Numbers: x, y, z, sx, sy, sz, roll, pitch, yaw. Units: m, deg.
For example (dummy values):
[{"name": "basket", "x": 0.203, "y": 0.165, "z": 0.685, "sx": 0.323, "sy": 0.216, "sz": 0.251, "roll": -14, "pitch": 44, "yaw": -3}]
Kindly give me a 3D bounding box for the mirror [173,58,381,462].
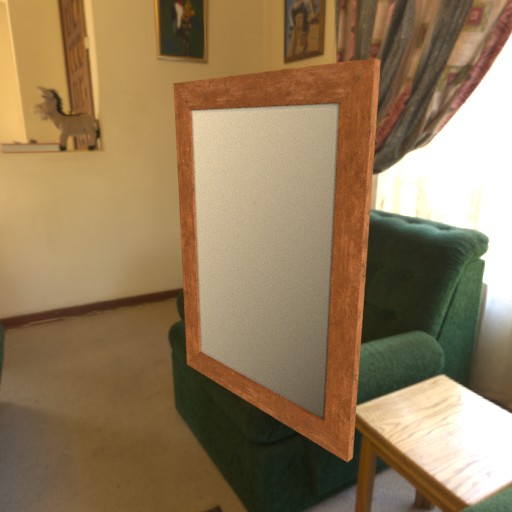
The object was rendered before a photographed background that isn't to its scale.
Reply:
[{"name": "mirror", "x": 0.000, "y": 0.000, "z": 1.434, "sx": 0.028, "sy": 1.099, "sz": 0.796, "roll": -15, "pitch": 22, "yaw": -42}]
